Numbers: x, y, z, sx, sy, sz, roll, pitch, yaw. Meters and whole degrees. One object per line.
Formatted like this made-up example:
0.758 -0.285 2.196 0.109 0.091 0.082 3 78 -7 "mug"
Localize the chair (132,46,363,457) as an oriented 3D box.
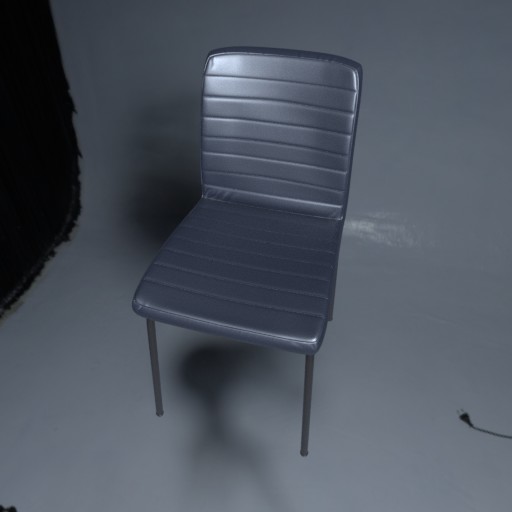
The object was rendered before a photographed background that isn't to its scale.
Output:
0.000 0.000 1.162 0.450 0.872 0.572 11 43 12 "chair"
